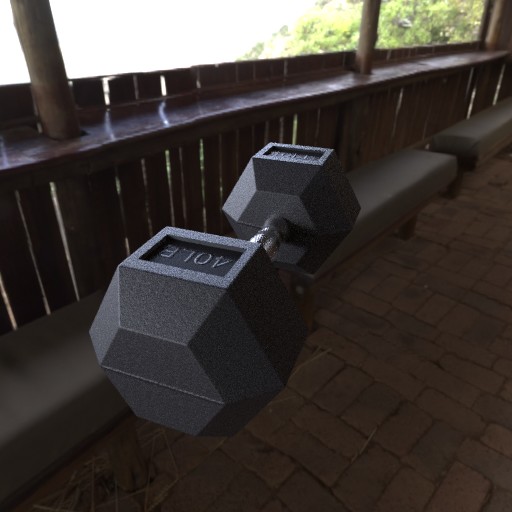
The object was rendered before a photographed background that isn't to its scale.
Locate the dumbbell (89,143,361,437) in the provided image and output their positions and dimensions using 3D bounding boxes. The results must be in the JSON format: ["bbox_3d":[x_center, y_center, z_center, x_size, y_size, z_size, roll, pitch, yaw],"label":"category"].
[{"bbox_3d":[0.000,0.000,0.439,0.157,0.137,0.361,11,32,18],"label":"dumbbell"}]
